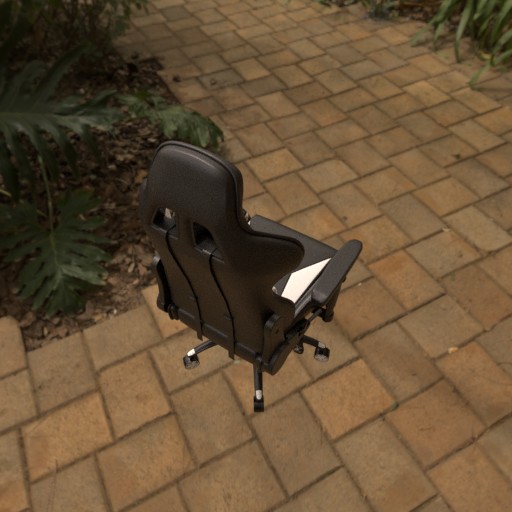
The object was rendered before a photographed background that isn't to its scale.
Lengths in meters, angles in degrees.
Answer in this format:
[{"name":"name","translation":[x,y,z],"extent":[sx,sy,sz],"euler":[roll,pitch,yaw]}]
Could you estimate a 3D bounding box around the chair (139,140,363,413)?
[{"name":"chair","translation":[0.000,0.000,1.705],"extent":[0.730,1.285,0.695],"euler":[26,53,21]}]
